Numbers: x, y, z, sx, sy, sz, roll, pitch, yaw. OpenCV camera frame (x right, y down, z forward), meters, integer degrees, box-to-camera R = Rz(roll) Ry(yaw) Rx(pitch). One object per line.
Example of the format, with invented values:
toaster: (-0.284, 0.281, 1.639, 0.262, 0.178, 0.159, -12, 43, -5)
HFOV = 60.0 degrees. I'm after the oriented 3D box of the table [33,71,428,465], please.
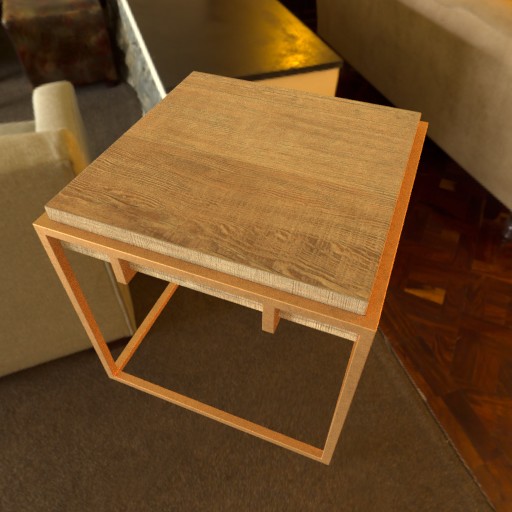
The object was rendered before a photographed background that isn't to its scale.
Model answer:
table: (0.000, 0.000, 1.076, 0.599, 0.584, 0.599, 16, 49, 15)
